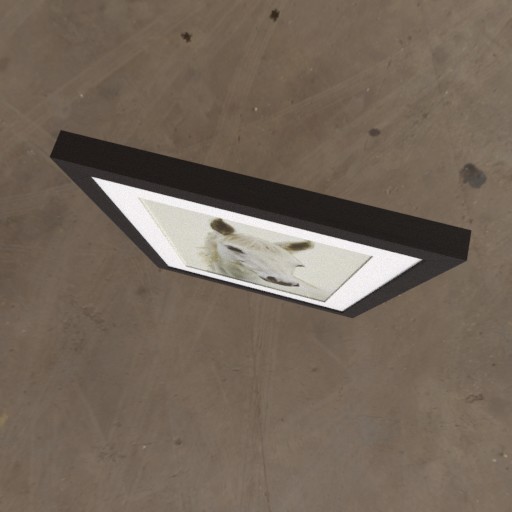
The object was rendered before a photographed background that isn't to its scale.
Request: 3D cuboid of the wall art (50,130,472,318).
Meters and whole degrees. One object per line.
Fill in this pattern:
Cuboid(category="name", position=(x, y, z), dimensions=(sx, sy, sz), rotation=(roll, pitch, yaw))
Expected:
Cuboid(category="wall art", position=(0.000, 0.000, 0.739), dimensions=(0.455, 0.552, 0.034), rotation=(14, 76, 4))
